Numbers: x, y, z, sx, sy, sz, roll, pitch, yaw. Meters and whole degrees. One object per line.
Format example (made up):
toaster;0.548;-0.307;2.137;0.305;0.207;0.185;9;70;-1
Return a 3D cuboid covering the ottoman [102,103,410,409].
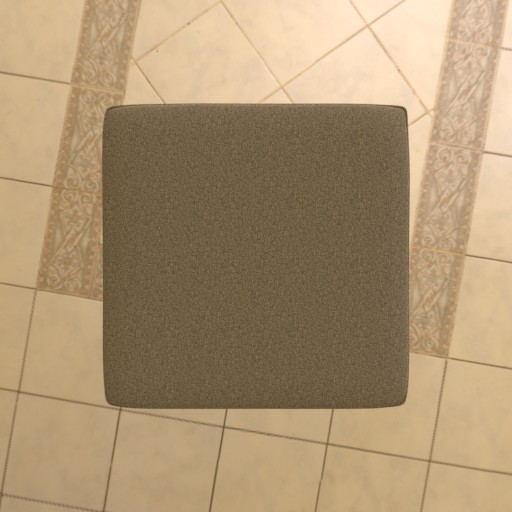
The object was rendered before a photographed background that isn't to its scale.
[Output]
ottoman;0.000;0.000;1.625;1.015;0.464;1.005;0;91;0
